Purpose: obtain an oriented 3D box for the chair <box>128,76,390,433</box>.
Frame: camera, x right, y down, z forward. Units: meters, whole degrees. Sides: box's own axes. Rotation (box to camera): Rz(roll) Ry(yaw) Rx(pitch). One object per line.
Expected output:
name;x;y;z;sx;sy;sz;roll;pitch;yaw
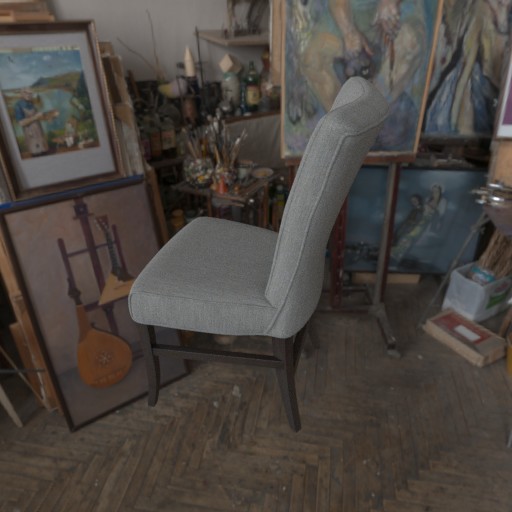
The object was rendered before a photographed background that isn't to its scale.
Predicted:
chair;0.000;0.000;1.363;0.660;0.991;0.520;8;32;14
